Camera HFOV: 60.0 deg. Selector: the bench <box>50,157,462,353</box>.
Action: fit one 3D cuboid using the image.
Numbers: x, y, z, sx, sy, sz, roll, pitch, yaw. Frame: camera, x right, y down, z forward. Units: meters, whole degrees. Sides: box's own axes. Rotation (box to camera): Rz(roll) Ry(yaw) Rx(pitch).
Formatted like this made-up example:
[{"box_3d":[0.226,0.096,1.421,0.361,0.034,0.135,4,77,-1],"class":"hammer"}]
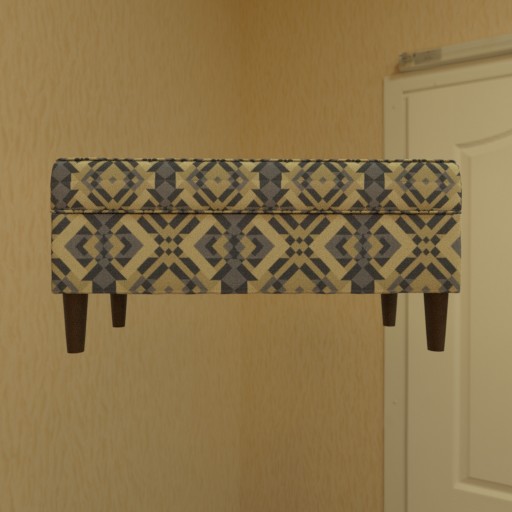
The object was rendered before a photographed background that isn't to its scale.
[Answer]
[{"box_3d":[0.000,0.000,1.307,1.016,0.477,0.492,0,1,-1],"class":"bench"}]
